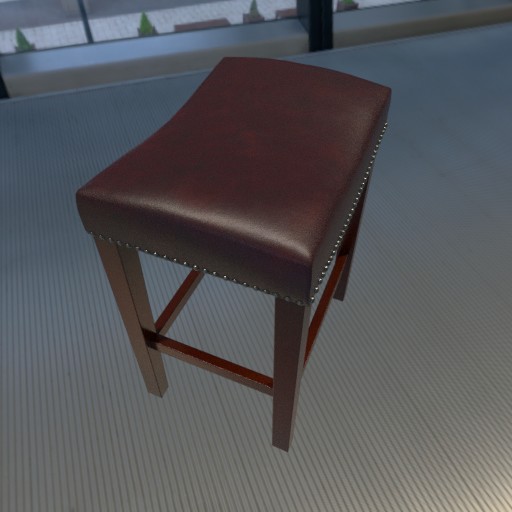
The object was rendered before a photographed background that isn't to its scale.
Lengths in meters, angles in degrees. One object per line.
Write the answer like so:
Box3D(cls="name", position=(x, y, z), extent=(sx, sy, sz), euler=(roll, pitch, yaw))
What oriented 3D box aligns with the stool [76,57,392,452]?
Box3D(cls="stool", position=(0.000, 0.000, 0.956), extent=(0.372, 0.657, 0.504), euler=(17, 50, 15))
